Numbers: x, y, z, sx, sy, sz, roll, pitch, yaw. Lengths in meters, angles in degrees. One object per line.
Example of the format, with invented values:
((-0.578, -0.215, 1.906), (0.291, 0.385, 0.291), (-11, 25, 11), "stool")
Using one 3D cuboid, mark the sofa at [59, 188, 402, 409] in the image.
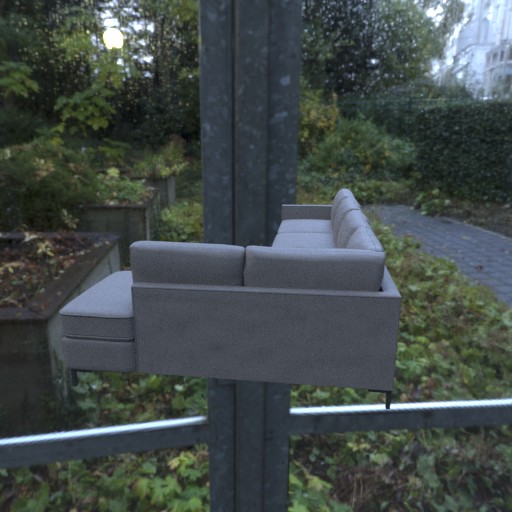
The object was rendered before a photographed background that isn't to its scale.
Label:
((0.000, 0.000, 4.225), (2.077, 0.964, 3.331), (2, 16, 7), "sofa")
